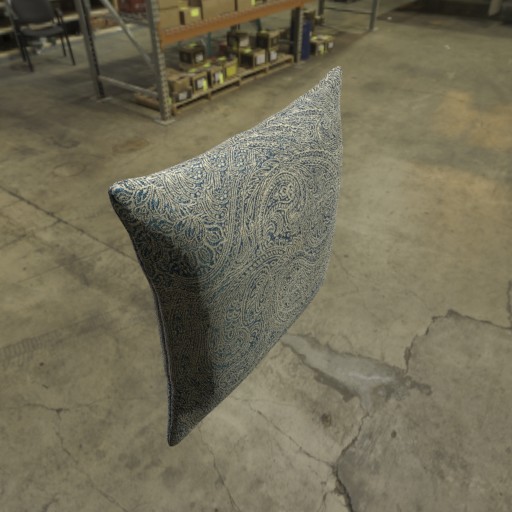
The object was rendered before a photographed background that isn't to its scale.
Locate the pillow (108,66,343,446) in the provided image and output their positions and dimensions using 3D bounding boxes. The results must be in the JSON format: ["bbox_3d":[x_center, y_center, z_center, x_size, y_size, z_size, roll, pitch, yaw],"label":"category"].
[{"bbox_3d":[0.000,0.000,0.772,0.166,0.510,0.523,24,45,27],"label":"pillow"}]
